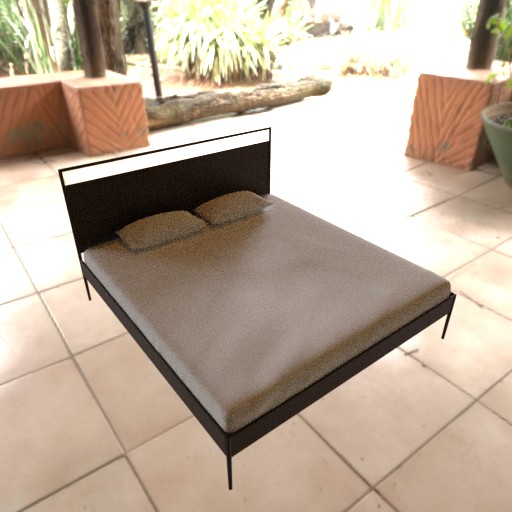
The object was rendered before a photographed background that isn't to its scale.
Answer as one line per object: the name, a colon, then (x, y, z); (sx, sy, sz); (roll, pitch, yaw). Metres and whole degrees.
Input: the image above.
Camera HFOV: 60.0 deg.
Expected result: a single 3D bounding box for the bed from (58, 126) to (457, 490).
bed: (0.000, 0.000, 3.304); (1.993, 1.173, 2.151); (-21, 37, -32)
